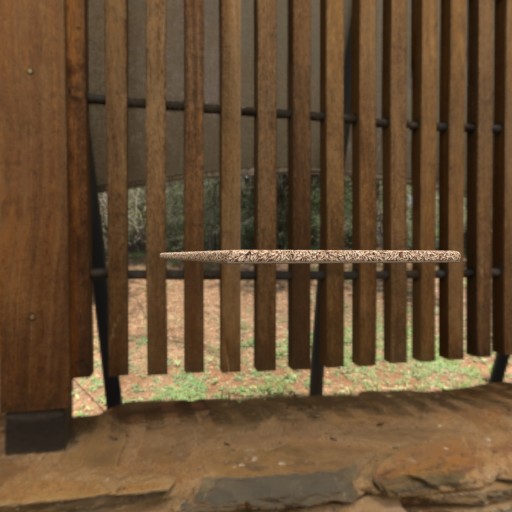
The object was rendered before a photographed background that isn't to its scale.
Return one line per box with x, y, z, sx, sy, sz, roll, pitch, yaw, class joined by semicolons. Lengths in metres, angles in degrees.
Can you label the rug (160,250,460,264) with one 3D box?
0.000;0.000;1.746;0.609;0.030;1.524;0;0;-17;rug
